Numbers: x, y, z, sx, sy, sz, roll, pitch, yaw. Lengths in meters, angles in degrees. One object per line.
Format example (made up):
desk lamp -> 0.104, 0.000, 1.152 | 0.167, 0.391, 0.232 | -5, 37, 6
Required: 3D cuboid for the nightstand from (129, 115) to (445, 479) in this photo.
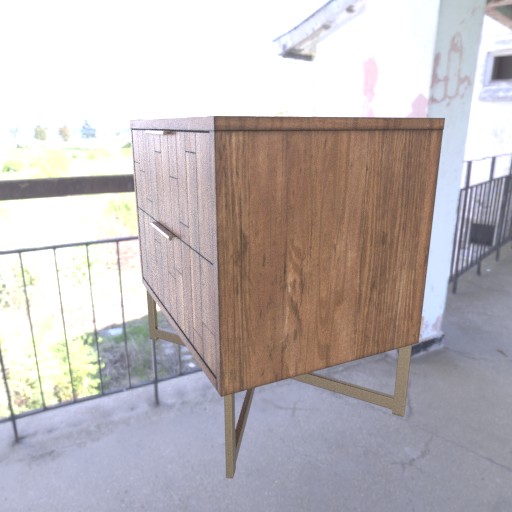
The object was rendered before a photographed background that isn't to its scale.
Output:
nightstand -> 0.000, 0.000, 1.035 | 0.446, 0.610, 0.610 | -8, 18, -25
